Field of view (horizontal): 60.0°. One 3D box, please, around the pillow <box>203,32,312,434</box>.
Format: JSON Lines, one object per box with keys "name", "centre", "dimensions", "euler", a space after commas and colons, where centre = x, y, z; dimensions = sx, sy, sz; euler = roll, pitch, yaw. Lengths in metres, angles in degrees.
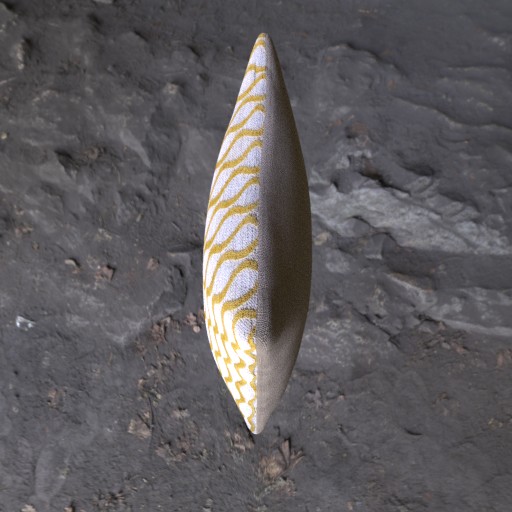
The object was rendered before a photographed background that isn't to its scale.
{"name": "pillow", "centre": [0.000, 0.000, 0.653], "dimensions": [0.159, 0.436, 0.429], "euler": [0, 59, 0]}
